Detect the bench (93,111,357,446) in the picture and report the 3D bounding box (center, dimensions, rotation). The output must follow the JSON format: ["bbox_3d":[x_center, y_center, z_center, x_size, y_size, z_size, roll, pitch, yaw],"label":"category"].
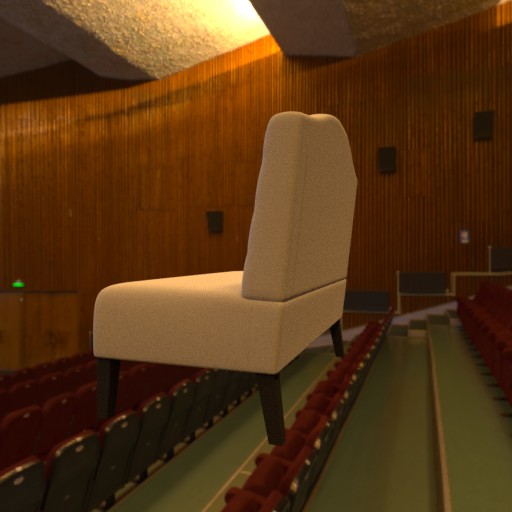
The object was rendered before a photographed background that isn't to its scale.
[{"bbox_3d":[0.000,0.000,2.098,0.815,1.180,1.335,0,0,20],"label":"bench"}]
